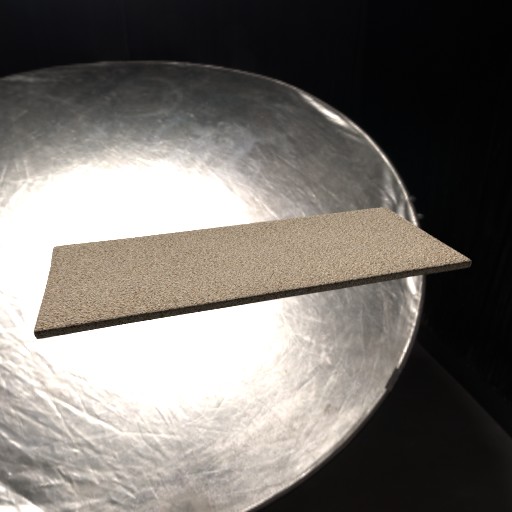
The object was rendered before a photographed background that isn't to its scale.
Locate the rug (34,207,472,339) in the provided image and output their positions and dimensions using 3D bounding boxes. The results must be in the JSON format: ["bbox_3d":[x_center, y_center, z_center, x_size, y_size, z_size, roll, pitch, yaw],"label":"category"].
[{"bbox_3d":[0.000,0.000,1.729,1.524,0.030,0.609,-8,28,-15],"label":"rug"}]
